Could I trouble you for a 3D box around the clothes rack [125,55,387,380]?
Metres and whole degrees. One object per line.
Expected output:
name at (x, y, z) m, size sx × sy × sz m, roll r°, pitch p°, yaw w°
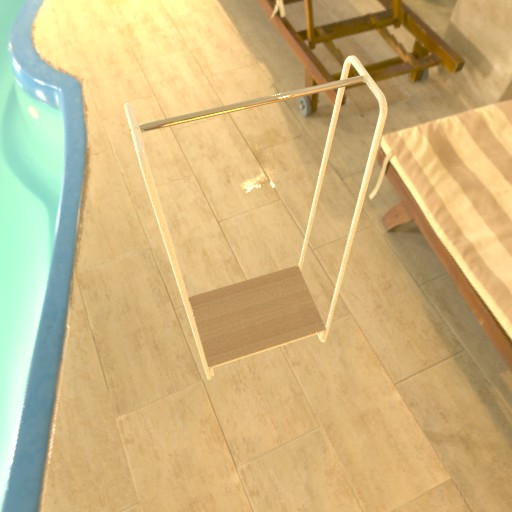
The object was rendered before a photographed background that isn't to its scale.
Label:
clothes rack at (0.000, 0.000, 1.753) m, size 0.640 × 1.500 × 0.400 m, roll -16°, pitch 60°, yaw -10°
